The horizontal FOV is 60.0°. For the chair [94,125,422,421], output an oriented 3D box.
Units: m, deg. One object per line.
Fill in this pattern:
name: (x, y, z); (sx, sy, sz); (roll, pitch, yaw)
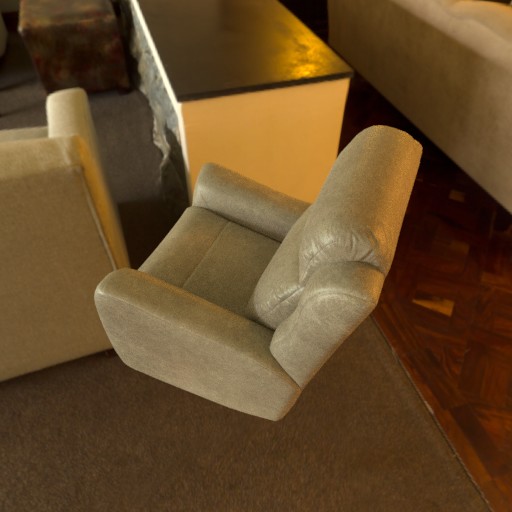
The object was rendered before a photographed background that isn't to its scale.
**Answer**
chair: (0.000, 0.000, 1.896); (1.068, 1.116, 0.967); (17, 48, 16)
